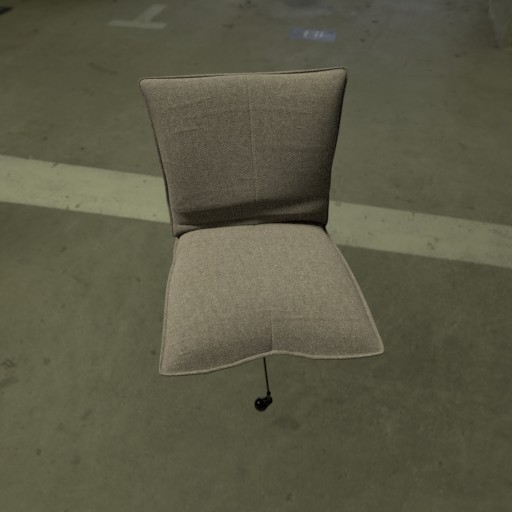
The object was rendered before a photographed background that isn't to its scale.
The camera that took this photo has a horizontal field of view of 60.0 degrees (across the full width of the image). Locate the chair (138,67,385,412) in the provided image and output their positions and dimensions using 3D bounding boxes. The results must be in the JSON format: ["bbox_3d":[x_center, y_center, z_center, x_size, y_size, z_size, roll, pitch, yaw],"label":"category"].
[{"bbox_3d":[0.000,0.000,1.295,0.597,0.811,0.696,-4,45,-4],"label":"chair"}]
